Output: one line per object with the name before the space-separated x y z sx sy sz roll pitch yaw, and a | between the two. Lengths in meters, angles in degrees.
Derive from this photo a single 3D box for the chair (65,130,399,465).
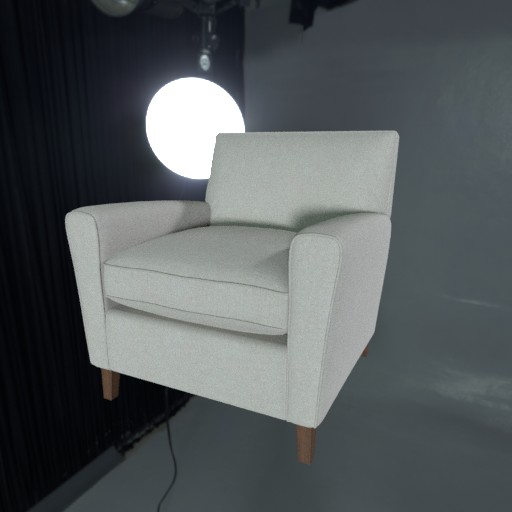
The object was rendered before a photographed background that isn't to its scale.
chair | 0.000 0.000 1.535 0.840 0.846 0.871 7 16 25
